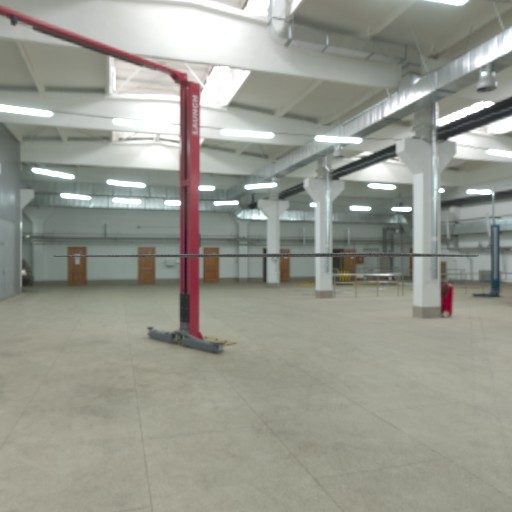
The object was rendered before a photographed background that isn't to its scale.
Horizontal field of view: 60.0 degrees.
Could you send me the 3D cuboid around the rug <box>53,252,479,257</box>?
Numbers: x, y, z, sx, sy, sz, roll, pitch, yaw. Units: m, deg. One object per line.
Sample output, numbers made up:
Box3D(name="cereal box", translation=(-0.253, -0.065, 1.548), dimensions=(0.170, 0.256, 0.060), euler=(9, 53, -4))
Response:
Box3D(name="rug", translation=(0.000, 0.000, 3.027), dimensions=(2.476, 0.011, 1.554), euler=(0, 0, 37))
